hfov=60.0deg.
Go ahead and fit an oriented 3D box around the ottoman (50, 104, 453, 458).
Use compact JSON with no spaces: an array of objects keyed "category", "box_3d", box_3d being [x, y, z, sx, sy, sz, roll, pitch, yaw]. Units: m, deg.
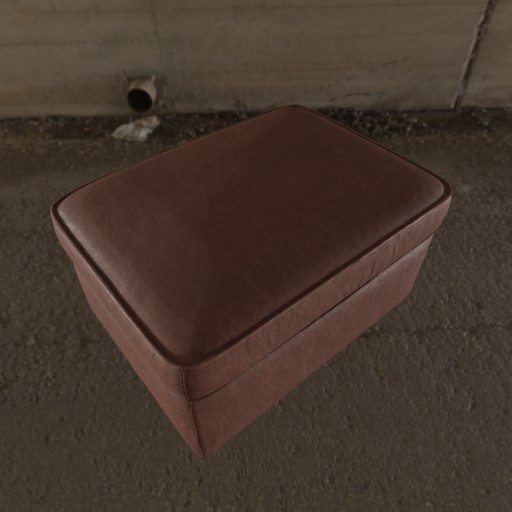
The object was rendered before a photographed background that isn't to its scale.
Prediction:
[{"category":"ottoman","box_3d":[0.000,0.000,1.083,0.749,0.449,0.548,-31,53,-26]}]
